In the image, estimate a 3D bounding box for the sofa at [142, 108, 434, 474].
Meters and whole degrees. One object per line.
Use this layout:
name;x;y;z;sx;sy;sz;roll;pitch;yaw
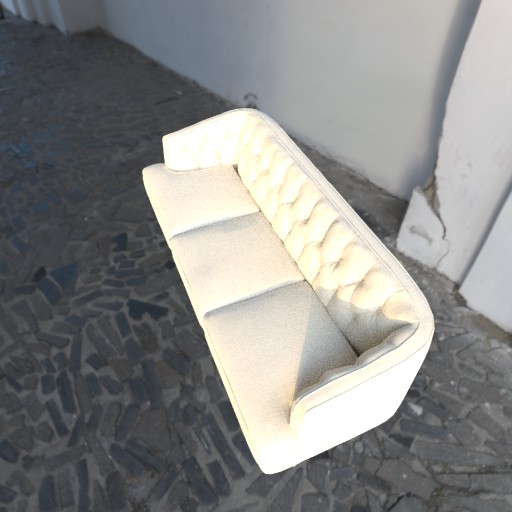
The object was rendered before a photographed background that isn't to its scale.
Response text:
sofa;0.000;0.000;2.728;0.941;0.855;2.278;-17;49;-16
